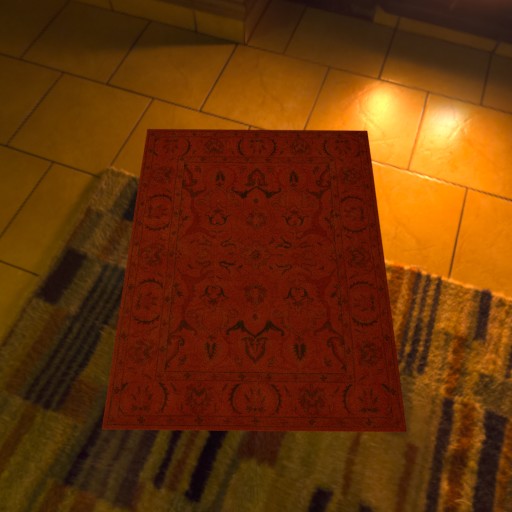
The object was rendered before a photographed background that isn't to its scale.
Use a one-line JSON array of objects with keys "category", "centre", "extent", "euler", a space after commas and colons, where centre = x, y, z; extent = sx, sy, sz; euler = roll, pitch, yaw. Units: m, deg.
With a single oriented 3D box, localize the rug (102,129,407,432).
[{"category": "rug", "centre": [0.000, 0.000, 3.980], "extent": [2.300, 0.012, 2.929], "euler": [0, 64, 0]}]
